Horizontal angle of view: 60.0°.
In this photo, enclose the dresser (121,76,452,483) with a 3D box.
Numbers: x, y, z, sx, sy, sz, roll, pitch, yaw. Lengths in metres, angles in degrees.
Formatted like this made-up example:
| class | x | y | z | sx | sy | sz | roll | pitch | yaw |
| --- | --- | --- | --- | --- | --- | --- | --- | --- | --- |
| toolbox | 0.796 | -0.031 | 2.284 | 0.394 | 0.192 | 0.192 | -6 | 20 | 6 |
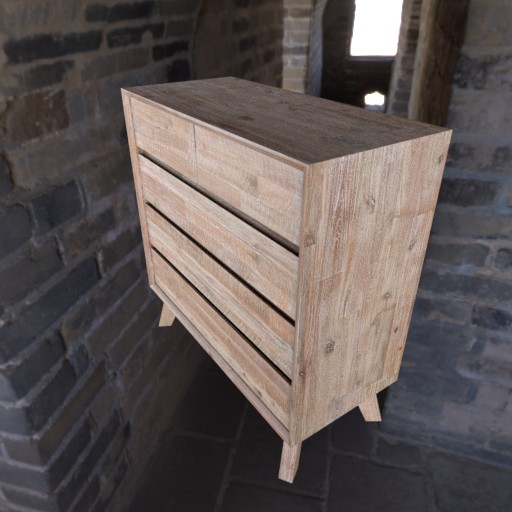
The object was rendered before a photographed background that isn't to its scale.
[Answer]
| class | x | y | z | sx | sy | sz | roll | pitch | yaw |
| --- | --- | --- | --- | --- | --- | --- | --- | --- | --- |
| dresser | 0.000 | 0.000 | 1.563 | 0.455 | 1.029 | 0.998 | -19 | 35 | -30 |
